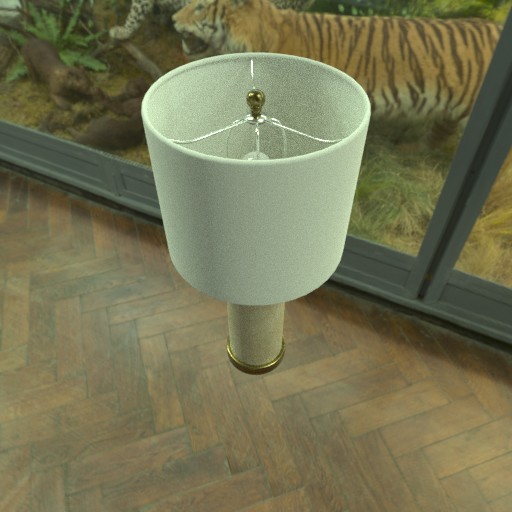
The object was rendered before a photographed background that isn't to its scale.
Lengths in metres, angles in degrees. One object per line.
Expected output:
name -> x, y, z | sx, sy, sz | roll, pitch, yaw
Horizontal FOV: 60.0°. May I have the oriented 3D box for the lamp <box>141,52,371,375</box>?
lamp -> 0.000, 0.000, 0.816 | 0.305, 0.634, 0.305 | -3, 46, -3
